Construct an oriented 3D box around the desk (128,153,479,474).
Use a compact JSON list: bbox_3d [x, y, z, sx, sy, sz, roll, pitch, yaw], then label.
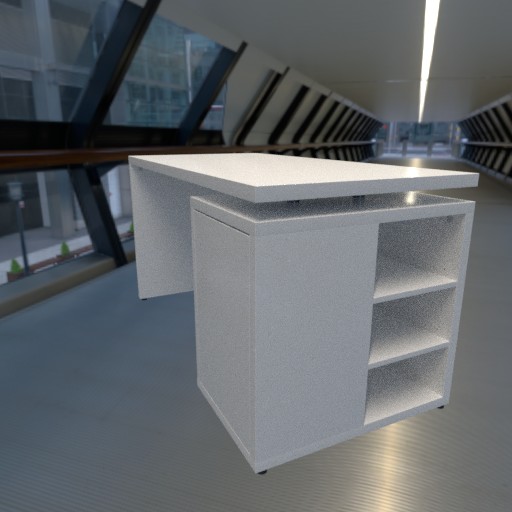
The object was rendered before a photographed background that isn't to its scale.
[{"bbox_3d":[0.000,0.000,1.784,0.690,0.740,1.400,-8,17,-25],"label":"desk"}]
